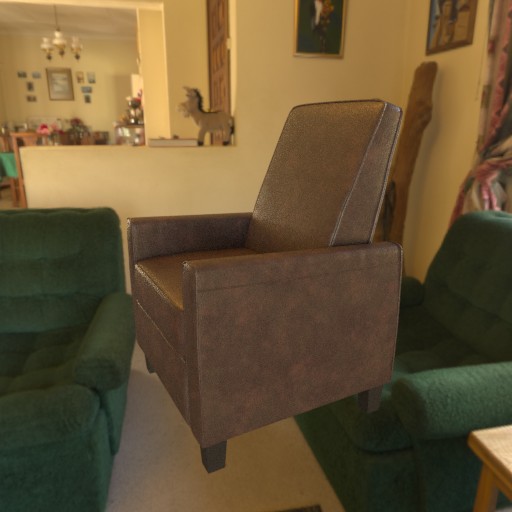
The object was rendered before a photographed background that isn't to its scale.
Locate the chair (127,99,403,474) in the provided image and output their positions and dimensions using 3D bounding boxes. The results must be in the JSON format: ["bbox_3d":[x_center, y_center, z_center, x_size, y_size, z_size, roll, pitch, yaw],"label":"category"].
[{"bbox_3d":[0.000,0.000,1.513,0.746,1.013,0.705,-9,19,-27],"label":"chair"}]
